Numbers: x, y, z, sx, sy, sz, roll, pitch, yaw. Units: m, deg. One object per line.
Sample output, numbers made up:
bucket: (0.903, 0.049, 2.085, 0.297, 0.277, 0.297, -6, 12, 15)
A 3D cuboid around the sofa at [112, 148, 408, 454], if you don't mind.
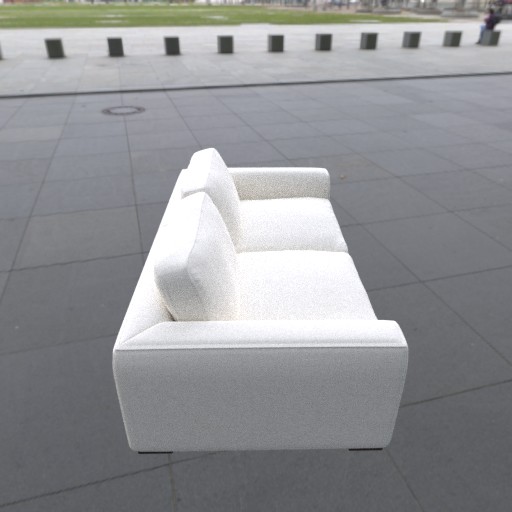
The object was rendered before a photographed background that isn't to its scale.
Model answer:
sofa: (0.000, 0.000, 2.419, 1.069, 0.801, 1.920, 0, 30, -1)
